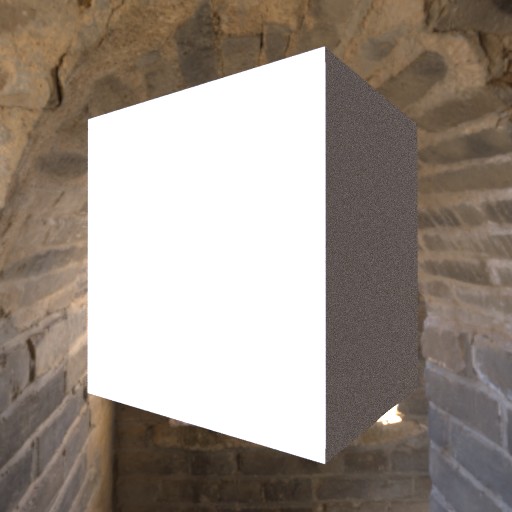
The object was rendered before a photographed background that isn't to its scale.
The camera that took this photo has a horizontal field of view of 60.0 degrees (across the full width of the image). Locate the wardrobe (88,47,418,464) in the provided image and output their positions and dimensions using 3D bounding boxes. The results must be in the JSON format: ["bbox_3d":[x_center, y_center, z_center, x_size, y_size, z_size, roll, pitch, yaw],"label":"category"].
[{"bbox_3d":[0.000,0.000,0.859,0.500,0.520,0.400,0,0,36],"label":"wardrobe"}]
